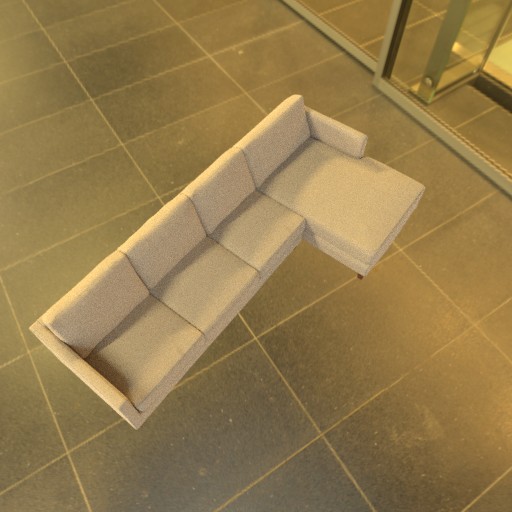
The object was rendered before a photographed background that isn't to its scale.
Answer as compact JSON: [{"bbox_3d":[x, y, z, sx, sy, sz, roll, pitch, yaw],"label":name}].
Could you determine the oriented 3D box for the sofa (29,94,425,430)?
[{"bbox_3d":[0.000,0.000,3.732,1.625,0.861,3.186,33,63,19],"label":"sofa"}]
